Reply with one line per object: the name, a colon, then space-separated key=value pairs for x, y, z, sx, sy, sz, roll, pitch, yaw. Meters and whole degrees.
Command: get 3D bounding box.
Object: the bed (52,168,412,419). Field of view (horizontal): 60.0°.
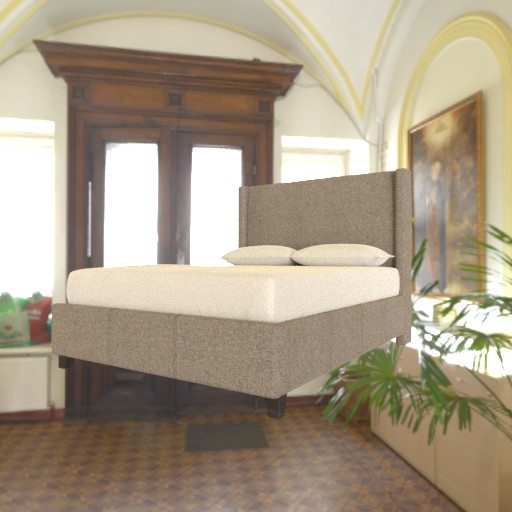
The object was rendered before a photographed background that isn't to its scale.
bed: x=0.000 y=0.000 z=3.341 sx=1.714 sy=1.481 sz=2.245 roll=0 pitch=-1 yaw=34
